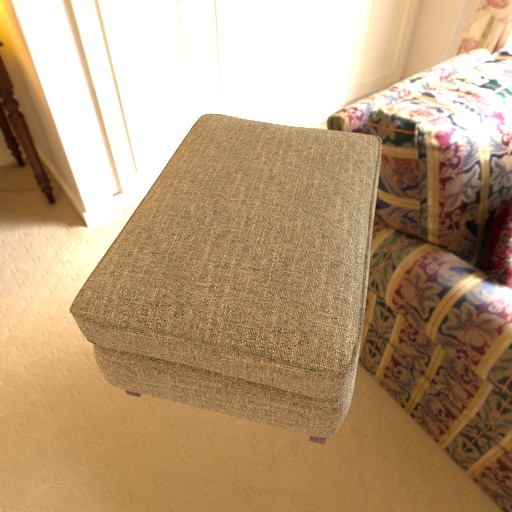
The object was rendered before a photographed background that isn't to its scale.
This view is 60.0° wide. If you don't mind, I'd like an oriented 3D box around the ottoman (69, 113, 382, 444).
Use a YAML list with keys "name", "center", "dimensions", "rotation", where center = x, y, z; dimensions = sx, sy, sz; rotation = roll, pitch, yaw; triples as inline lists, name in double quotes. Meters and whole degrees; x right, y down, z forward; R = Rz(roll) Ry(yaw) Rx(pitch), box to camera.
- name: "ottoman"
  center: [0.000, 0.000, 1.001]
  dimensions: [0.508, 0.406, 0.686]
  rotation: [11, 47, 10]
